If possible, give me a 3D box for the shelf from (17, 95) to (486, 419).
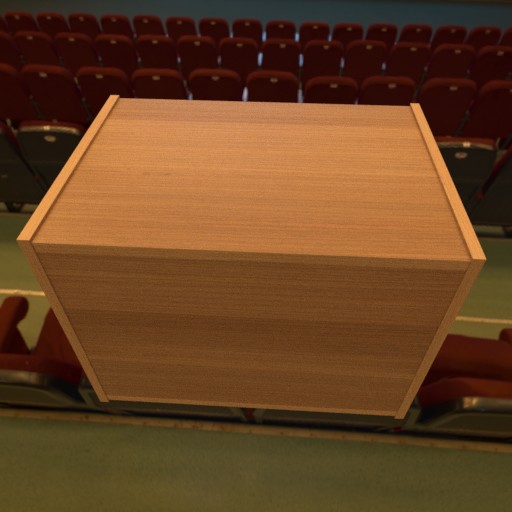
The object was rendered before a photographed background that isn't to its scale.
[{"bbox_3d":[0.000,0.000,0.599,0.415,0.305,0.290,2,45,2],"label":"shelf"}]
